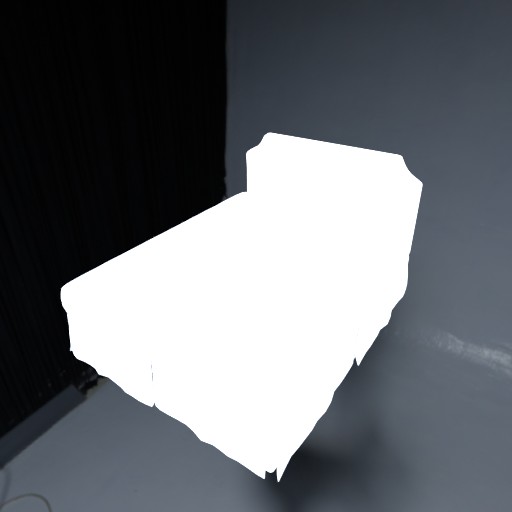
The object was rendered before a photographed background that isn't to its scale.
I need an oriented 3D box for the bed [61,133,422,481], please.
[{"bbox_3d":[0.000,0.000,3.611,1.977,1.293,2.498,19,35,30],"label":"bed"}]
